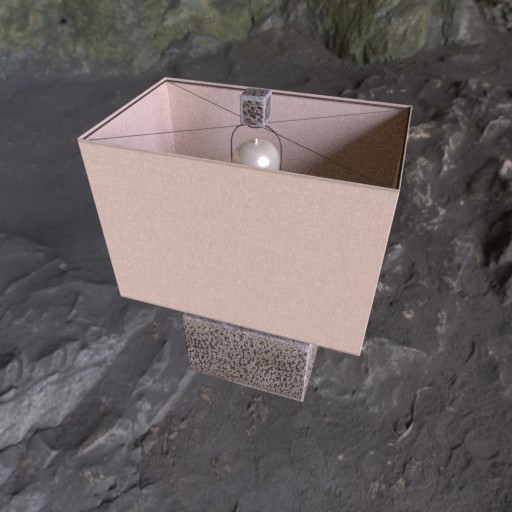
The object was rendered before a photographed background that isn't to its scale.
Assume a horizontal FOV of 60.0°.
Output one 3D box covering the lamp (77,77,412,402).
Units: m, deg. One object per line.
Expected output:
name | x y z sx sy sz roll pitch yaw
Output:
lamp | 0.000 0.000 0.559 0.294 0.411 0.180 12 42 14
